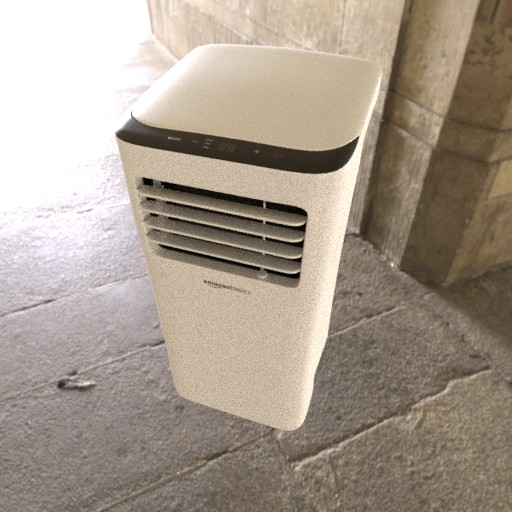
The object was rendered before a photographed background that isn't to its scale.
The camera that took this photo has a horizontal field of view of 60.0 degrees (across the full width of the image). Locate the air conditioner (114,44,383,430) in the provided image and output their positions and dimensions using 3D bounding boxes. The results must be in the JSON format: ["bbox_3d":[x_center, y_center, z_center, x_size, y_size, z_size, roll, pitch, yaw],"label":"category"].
[{"bbox_3d":[0.000,0.000,0.910,0.352,0.716,0.369,13,42,14],"label":"air conditioner"}]
